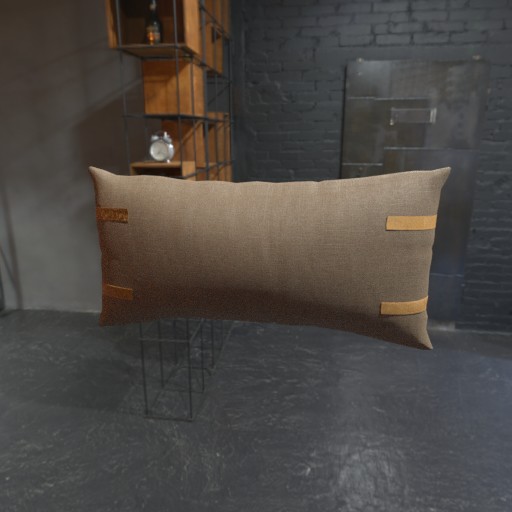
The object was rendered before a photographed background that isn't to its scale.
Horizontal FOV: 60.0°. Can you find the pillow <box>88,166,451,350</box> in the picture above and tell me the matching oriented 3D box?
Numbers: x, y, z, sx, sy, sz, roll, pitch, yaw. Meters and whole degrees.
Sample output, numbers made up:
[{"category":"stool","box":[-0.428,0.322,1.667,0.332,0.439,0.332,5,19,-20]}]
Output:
[{"category":"pillow","box":[0.000,0.000,0.765,0.612,0.308,0.148,2,15,9]}]
